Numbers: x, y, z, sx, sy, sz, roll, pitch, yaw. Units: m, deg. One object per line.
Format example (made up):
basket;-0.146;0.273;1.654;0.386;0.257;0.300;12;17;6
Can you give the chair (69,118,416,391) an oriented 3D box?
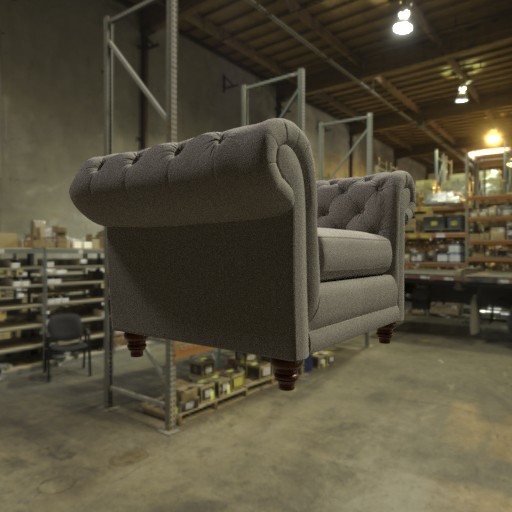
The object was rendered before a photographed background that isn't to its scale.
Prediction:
chair;0.000;0.000;1.874;0.976;0.770;1.270;1;1;36
